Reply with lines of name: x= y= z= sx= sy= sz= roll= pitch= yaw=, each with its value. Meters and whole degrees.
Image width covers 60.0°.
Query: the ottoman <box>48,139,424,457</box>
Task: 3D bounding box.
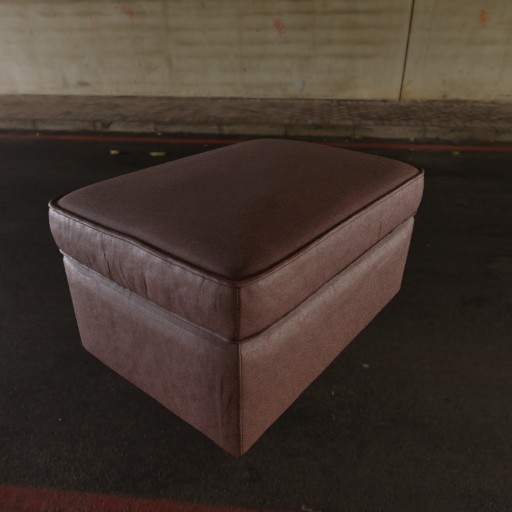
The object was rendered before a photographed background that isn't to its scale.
ottoman: x=0.000 y=0.000 z=1.080 sx=0.548 sy=0.449 sz=0.749 roll=20 pitch=34 yaw=34
